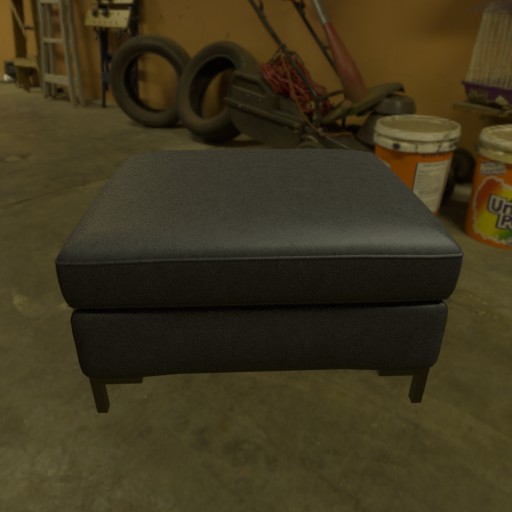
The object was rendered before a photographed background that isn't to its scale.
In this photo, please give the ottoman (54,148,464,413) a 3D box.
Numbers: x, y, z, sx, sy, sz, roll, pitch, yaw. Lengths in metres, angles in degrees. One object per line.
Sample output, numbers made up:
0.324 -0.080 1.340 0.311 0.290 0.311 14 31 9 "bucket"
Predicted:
0.000 0.000 1.789 1.187 0.696 0.967 -1 29 -2 "ottoman"
